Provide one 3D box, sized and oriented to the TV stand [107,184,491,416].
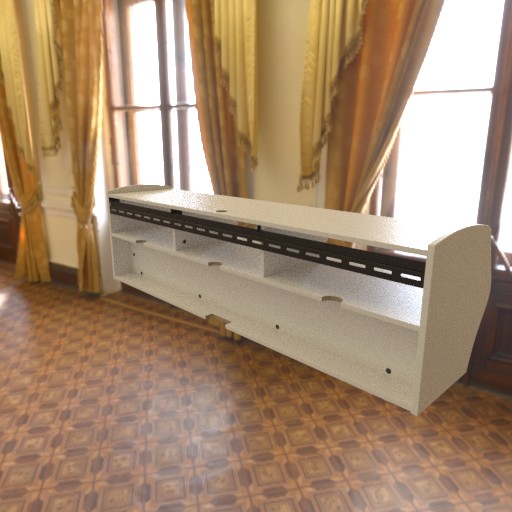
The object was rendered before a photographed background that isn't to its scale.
[{"bbox_3d":[0.000,0.000,1.617,0.397,0.424,1.473,-14,20,-43],"label":"TV stand"}]
